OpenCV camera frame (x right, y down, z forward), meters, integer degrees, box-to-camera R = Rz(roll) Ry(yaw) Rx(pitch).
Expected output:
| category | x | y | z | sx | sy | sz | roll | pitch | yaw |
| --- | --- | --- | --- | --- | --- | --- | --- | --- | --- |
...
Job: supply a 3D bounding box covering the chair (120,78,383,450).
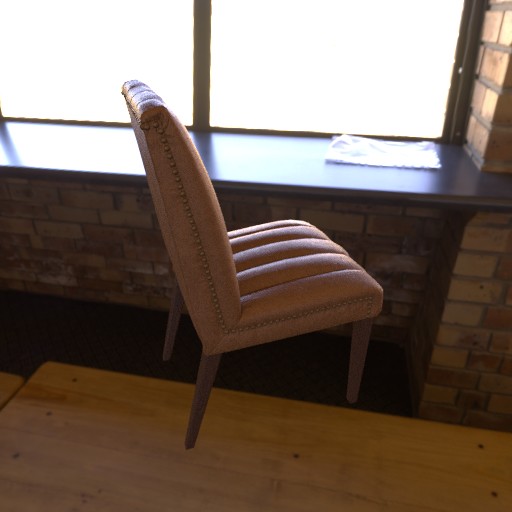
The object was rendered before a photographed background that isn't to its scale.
| category | x | y | z | sx | sy | sz | roll | pitch | yaw |
| --- | --- | --- | --- | --- | --- | --- | --- | --- | --- |
| chair | 0.000 | 0.000 | 1.377 | 0.647 | 1.016 | 0.511 | -10 | 30 | -17 |
